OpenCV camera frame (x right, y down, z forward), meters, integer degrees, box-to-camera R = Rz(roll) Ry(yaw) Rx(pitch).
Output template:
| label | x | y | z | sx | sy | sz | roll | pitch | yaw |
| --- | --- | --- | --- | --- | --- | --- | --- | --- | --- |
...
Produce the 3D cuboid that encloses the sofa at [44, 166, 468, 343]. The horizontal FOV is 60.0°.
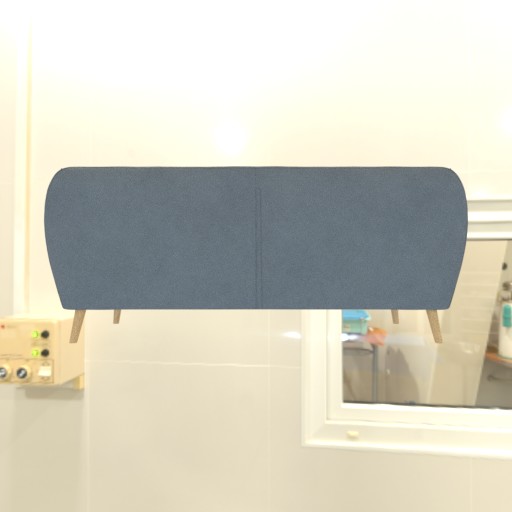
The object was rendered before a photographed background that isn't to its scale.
| label | x | y | z | sx | sy | sz | roll | pitch | yaw |
| --- | --- | --- | --- | --- | --- | --- | --- | --- | --- |
| sofa | 0.000 | 0.000 | 2.432 | 1.975 | 0.832 | 0.841 | 0 | -1 | 0 |
